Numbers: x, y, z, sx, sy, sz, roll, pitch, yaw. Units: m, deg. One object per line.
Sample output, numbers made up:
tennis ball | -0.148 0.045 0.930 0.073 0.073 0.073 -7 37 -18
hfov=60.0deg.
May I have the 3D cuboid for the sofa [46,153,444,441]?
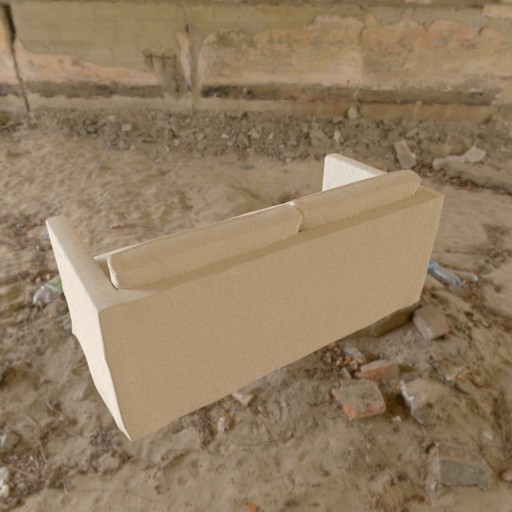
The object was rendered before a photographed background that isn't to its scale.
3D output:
sofa | 0.000 0.000 2.512 1.987 0.870 0.940 -19 35 -28
